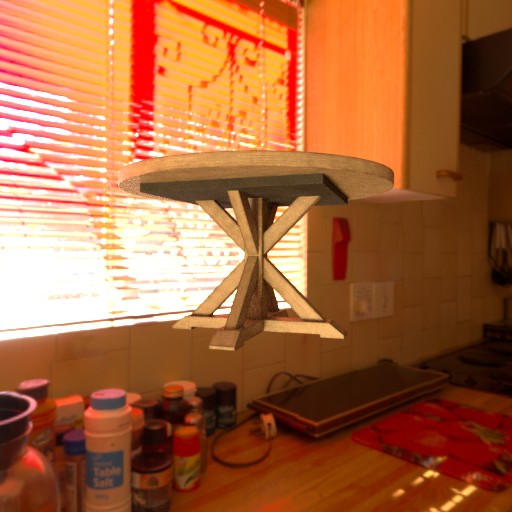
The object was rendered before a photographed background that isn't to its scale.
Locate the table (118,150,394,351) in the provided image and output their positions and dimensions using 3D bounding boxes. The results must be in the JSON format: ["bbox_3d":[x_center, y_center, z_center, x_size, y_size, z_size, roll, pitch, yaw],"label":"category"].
[{"bbox_3d":[0.000,0.000,2.293,1.363,0.781,1.363,0,0,0],"label":"table"}]
